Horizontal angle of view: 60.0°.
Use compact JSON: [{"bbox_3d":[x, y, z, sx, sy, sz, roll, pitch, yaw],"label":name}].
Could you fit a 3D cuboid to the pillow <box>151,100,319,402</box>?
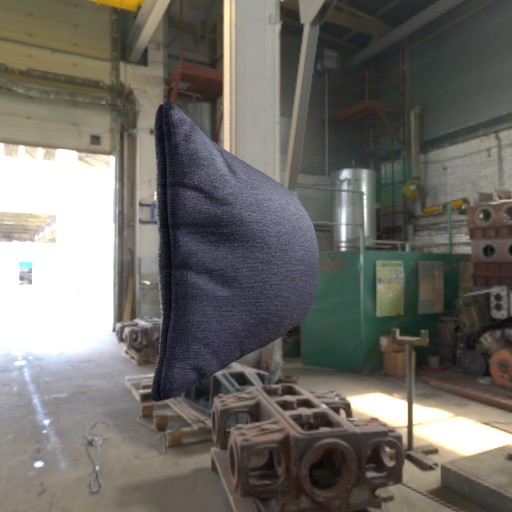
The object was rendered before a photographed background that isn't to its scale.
[{"bbox_3d":[0.000,0.000,0.787,0.210,0.338,0.633,0,-1,18],"label":"pillow"}]
